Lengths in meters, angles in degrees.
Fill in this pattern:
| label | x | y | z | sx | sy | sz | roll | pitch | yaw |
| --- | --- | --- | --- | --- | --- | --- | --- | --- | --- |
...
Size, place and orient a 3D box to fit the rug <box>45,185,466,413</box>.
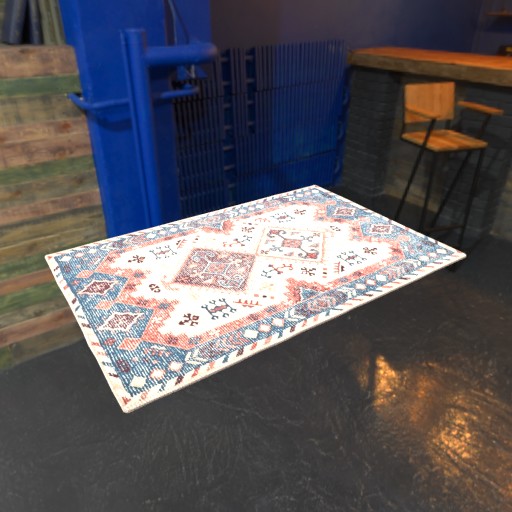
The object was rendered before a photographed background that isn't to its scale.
| label | x | y | z | sx | sy | sz | roll | pitch | yaw |
| --- | --- | --- | --- | --- | --- | --- | --- | --- | --- |
| rug | 0.000 | 0.000 | 2.306 | 1.840 | 0.015 | 1.225 | -18 | 35 | -29 |
